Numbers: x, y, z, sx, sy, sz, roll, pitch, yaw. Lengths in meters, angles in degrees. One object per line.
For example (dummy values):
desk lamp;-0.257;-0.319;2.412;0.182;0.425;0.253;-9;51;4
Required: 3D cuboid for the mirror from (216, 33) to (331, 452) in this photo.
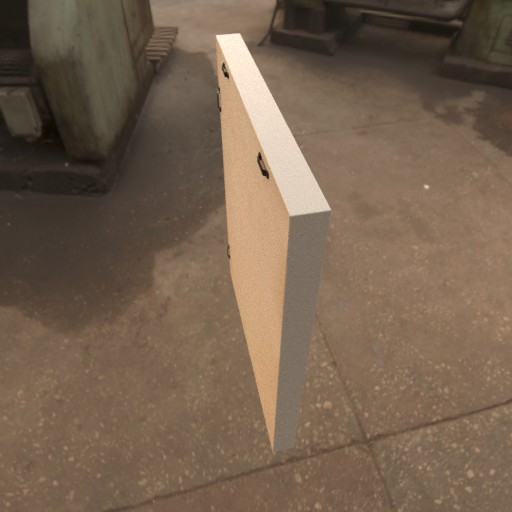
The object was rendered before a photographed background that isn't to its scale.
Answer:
mirror;0.000;0.000;0.683;0.041;0.509;0.406;-9;47;-8
